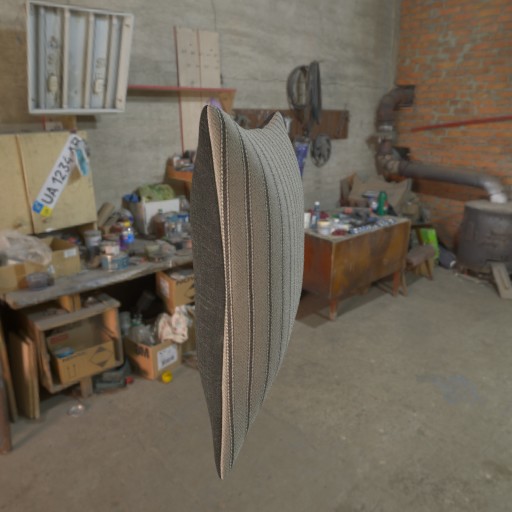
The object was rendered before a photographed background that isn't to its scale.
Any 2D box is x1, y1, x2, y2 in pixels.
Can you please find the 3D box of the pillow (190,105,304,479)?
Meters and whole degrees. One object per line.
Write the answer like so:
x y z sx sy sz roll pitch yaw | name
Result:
0.000 0.000 0.697 0.138 0.444 0.468 3 17 11 | pillow
